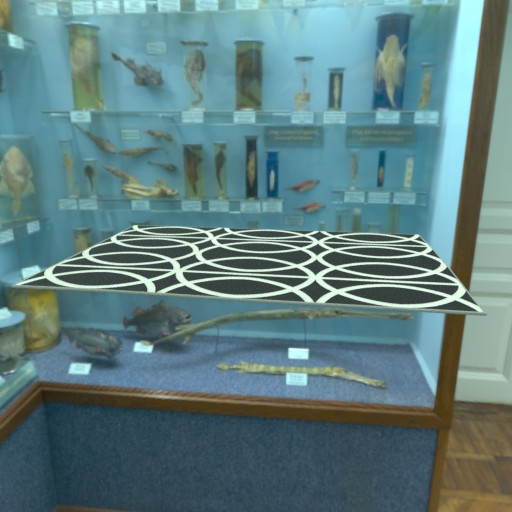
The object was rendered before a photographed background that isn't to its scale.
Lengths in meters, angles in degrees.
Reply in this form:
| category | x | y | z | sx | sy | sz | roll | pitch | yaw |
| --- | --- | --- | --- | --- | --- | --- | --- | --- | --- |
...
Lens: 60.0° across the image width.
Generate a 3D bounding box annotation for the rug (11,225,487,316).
| category | x | y | z | sx | sy | sz | roll | pitch | yaw |
| --- | --- | --- | --- | --- | --- | --- | --- | --- | --- |
| rug | 0.000 | 0.000 | 2.805 | 2.290 | 0.014 | 1.526 | 2 | 16 | 8 |
